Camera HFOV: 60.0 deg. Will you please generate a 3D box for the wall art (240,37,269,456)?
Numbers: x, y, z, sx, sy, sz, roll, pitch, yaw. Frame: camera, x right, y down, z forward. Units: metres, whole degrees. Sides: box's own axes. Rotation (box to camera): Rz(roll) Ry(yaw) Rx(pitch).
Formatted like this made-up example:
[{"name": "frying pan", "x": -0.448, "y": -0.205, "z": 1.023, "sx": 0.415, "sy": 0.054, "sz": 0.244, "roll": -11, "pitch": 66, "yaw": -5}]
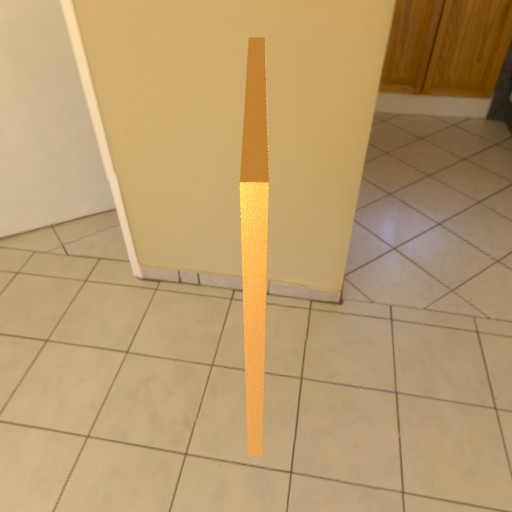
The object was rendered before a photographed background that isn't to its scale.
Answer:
[{"name": "wall art", "x": 0.000, "y": 0.000, "z": 1.072, "sx": 0.038, "sy": 0.812, "sz": 0.610, "roll": 0, "pitch": 42, "yaw": 0}]
